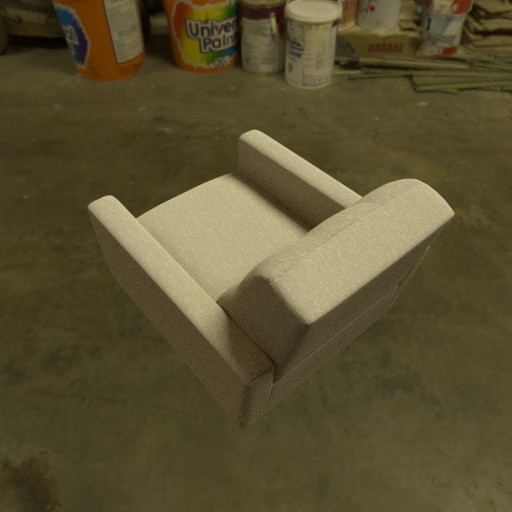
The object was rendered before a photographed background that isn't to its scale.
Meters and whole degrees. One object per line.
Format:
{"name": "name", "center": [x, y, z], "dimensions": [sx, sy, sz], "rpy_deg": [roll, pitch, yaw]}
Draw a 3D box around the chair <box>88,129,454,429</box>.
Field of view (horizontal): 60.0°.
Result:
{"name": "chair", "center": [0.000, 0.000, 1.806], "dimensions": [0.897, 0.965, 1.128], "rpy_deg": [-32, 55, -26]}
